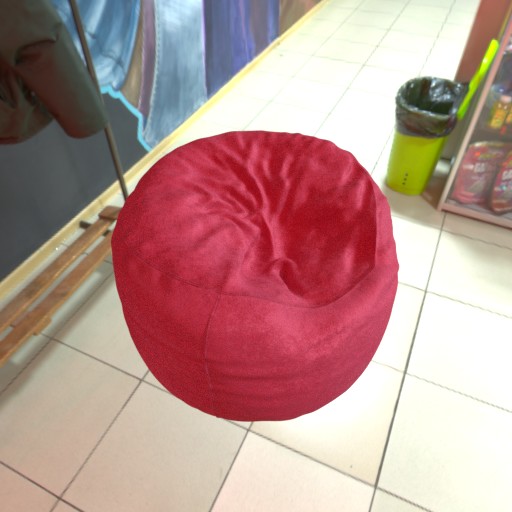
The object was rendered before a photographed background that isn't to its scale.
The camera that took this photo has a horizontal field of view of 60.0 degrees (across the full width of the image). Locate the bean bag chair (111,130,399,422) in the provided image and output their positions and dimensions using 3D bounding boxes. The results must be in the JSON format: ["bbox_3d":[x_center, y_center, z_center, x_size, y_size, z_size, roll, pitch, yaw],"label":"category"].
[{"bbox_3d":[0.000,0.000,1.944,1.218,0.788,1.218,0,46,0],"label":"bean bag chair"}]
